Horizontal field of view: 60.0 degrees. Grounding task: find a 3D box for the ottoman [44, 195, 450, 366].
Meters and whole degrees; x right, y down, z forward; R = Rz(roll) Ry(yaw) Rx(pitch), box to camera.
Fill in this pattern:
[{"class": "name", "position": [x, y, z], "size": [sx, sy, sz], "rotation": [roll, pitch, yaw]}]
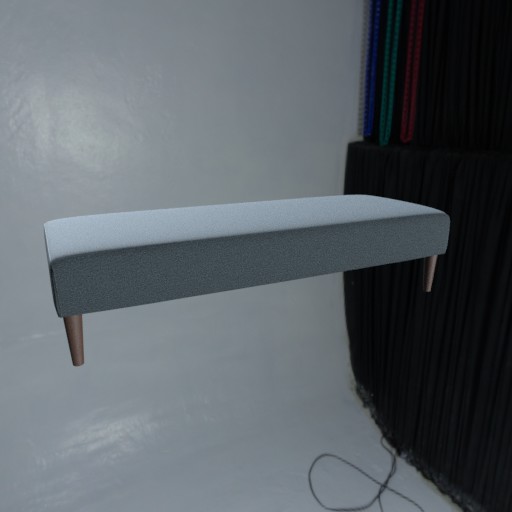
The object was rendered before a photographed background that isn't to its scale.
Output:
[{"class": "ottoman", "position": [0.000, 0.000, 1.899], "size": [1.609, 0.393, 0.646], "rotation": [-8, 18, -25]}]
